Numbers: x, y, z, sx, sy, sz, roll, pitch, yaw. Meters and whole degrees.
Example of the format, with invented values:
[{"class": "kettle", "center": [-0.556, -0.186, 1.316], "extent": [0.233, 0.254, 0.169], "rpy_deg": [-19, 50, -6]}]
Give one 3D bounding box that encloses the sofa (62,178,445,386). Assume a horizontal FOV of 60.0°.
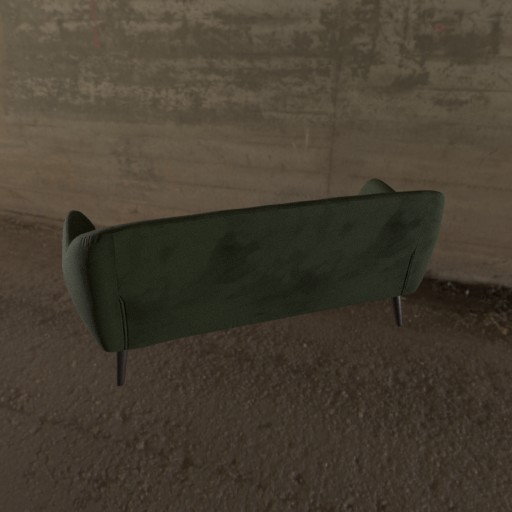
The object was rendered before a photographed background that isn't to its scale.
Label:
[{"class": "sofa", "center": [0.000, 0.000, 2.302], "extent": [1.840, 0.836, 0.820], "rpy_deg": [-8, 28, -16]}]
